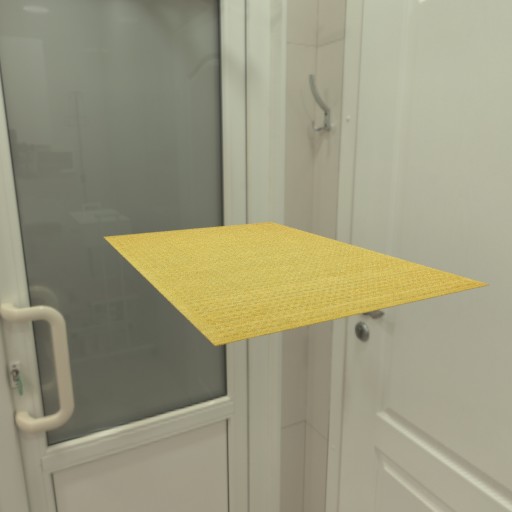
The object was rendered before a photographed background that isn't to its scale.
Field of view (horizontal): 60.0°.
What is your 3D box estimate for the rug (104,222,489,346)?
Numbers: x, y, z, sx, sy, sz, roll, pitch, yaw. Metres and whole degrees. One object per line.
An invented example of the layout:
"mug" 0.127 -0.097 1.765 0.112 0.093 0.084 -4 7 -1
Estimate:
"rug" 0.000 0.000 3.744 1.981 0.006 2.895 -7 16 -27
